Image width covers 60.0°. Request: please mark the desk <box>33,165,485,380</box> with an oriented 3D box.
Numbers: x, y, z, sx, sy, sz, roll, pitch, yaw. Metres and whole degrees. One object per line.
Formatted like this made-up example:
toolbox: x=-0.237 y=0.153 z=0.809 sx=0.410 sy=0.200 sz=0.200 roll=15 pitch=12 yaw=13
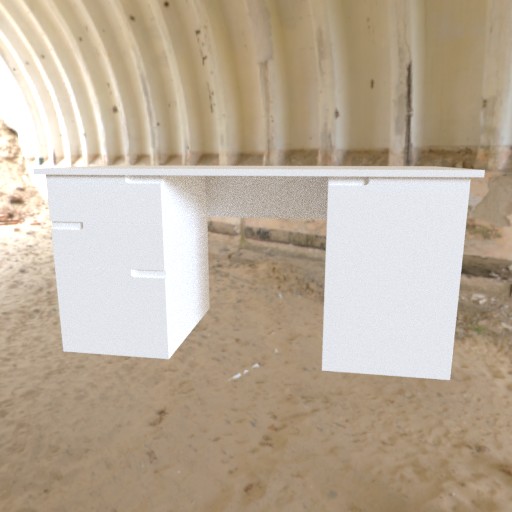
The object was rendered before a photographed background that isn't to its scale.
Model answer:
desk: x=0.000 y=0.000 z=1.935 sx=1.580 sy=0.760 sz=0.670 roll=2 pitch=13 yaw=9
